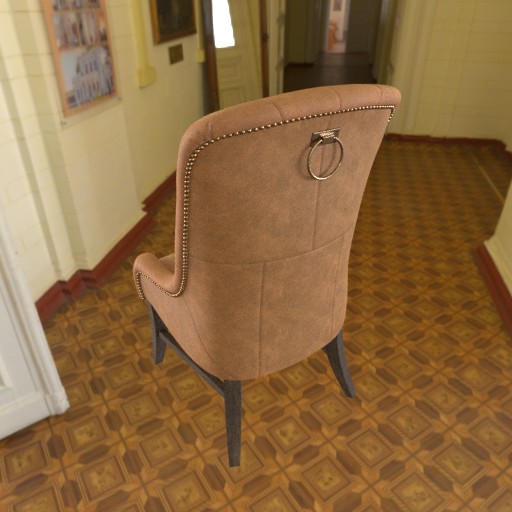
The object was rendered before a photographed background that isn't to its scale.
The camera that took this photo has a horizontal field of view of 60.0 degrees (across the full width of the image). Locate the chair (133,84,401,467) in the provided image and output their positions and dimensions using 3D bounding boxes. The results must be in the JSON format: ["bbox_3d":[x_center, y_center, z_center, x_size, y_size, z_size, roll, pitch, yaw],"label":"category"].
[{"bbox_3d":[0.000,0.000,1.407,0.634,1.091,0.629,-19,35,-29],"label":"chair"}]
